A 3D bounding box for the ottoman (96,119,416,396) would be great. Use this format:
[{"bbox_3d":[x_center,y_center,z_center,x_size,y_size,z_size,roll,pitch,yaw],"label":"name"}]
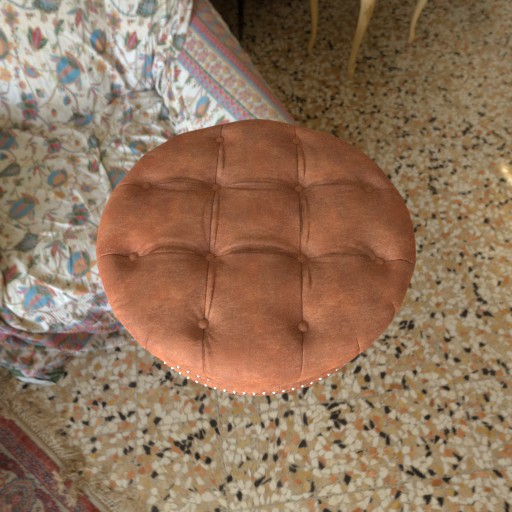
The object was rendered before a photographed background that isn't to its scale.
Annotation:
[{"bbox_3d":[0.000,0.000,1.400,0.901,0.444,0.901,0,59,0],"label":"ottoman"}]
